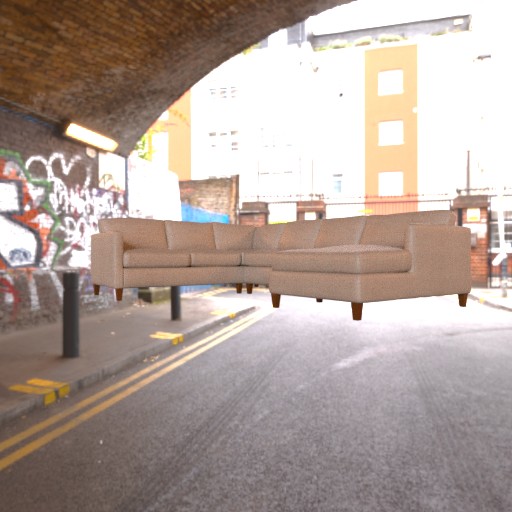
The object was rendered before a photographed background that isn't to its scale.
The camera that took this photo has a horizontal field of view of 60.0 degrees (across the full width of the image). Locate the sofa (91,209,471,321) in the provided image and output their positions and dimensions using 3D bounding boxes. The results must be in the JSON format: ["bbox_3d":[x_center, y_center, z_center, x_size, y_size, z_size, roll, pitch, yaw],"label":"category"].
[{"bbox_3d":[0.000,0.000,4.801,2.594,0.961,3.460,0,0,-36],"label":"sofa"}]
